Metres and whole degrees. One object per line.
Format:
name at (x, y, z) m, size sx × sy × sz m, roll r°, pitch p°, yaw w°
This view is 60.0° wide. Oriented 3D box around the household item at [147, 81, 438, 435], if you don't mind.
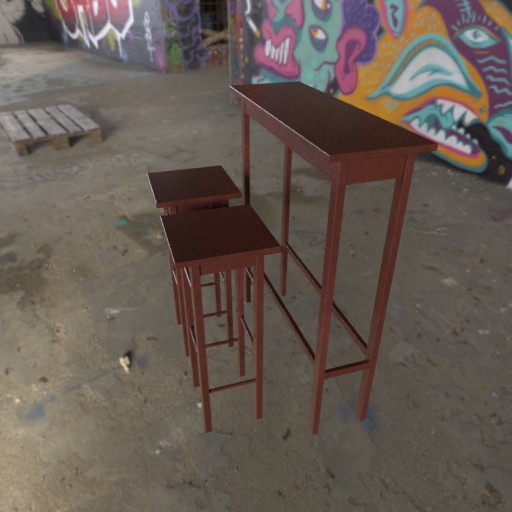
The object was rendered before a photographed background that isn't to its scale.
household item at (0.000, 0.000, 1.680) m, size 0.676 × 1.067 × 0.914 m, roll -9°, pitch 32°, yaw -15°
